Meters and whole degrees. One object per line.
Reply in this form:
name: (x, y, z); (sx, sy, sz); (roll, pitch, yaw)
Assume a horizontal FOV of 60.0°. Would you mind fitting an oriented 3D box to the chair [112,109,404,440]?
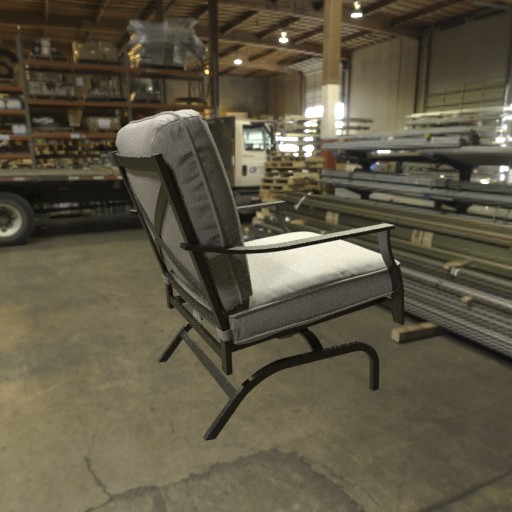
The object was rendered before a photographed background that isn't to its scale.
chair: (0.000, 0.000, 1.443); (0.787, 0.860, 0.650); (-7, 15, -25)
